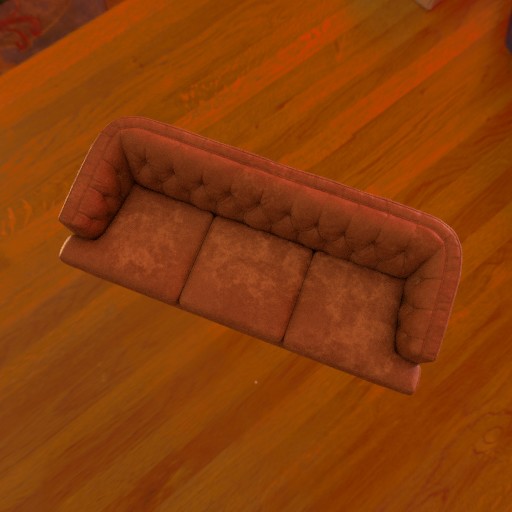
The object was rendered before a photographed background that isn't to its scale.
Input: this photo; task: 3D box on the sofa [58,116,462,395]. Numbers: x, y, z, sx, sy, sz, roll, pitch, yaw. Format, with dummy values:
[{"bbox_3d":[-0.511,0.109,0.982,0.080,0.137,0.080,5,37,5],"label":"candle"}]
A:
[{"bbox_3d":[0.000,0.000,2.729,2.257,0.791,0.922,20,75,6],"label":"sofa"}]
